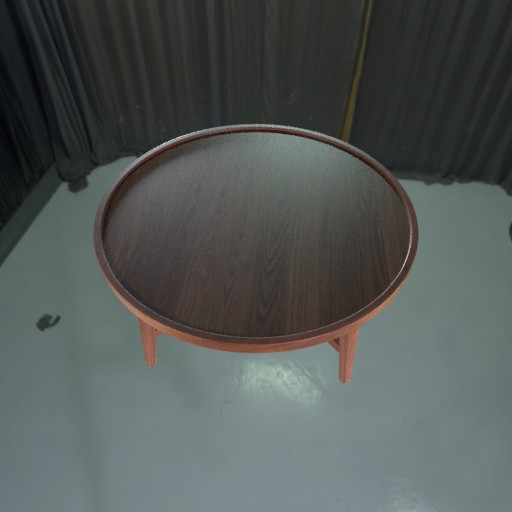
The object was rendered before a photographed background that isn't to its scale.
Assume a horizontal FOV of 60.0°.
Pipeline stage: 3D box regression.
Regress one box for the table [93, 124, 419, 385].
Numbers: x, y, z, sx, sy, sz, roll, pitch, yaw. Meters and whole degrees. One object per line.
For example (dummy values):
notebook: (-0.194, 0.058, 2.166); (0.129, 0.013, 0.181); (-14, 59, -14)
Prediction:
table: (0.000, 0.000, 1.255); (0.800, 0.360, 0.800); (0, 47, 0)
